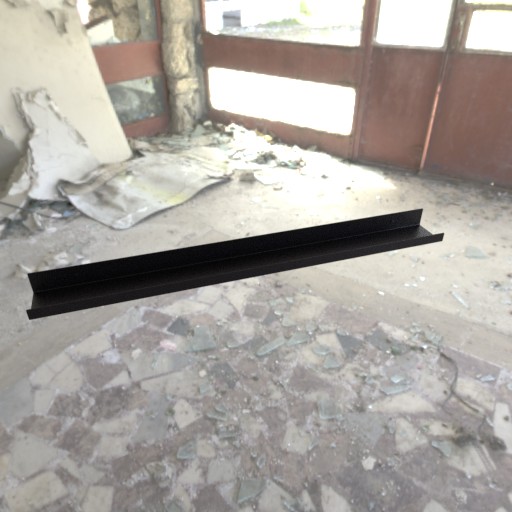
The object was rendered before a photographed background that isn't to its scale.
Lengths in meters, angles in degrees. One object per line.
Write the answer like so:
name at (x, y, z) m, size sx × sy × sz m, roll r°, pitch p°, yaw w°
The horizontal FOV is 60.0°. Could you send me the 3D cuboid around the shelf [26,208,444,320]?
shelf at (0.000, 0.000, 0.977) m, size 0.924 × 0.049 × 0.092 m, roll -10°, pitch 33°, yaw -16°
